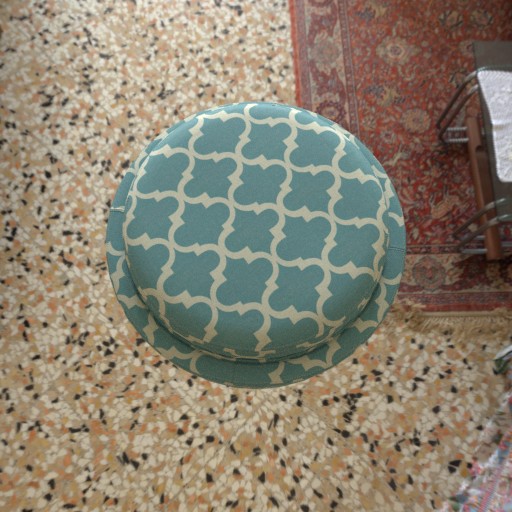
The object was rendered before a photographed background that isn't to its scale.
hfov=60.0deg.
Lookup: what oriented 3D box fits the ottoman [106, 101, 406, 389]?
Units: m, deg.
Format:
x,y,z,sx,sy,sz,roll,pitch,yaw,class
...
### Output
x,y,z,sx,sy,sz,roll,pitch,yaw,class
0.000,0.000,0.833,0.480,0.429,0.480,0,73,0,ottoman
